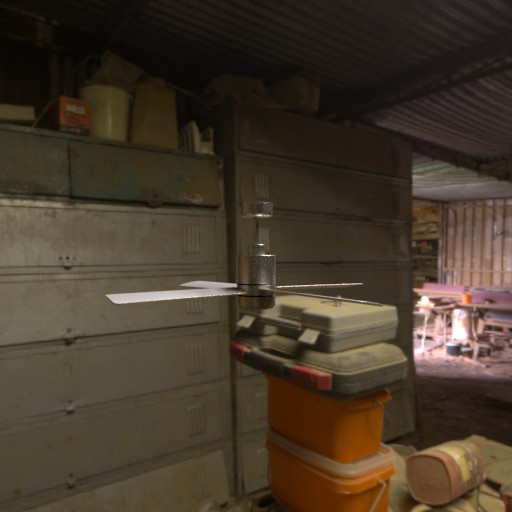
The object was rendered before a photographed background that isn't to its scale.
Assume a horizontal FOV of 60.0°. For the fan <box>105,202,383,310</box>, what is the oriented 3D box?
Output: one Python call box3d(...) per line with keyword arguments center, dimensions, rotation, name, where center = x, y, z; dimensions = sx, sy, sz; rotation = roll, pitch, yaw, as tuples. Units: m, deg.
box3d(center=(0.000, 0.000, 2.306), dimensions=(1.525, 0.539, 1.525), rotation=(0, 0, -35), name="fan")
